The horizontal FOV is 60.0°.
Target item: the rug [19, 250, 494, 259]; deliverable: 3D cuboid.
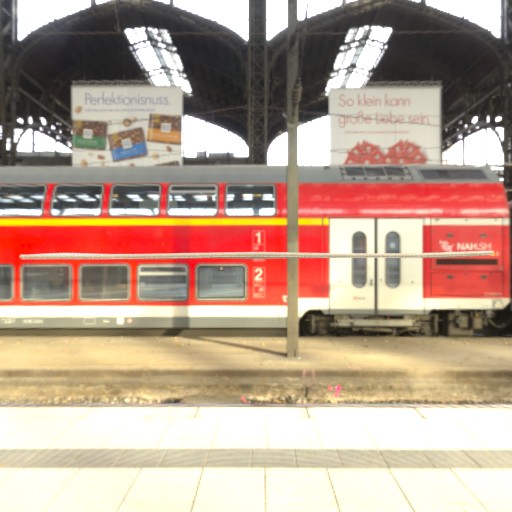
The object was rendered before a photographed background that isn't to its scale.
[{"bbox_3d":[0.000,0.000,2.329,1.829,0.034,1.252,0,0,-1],"label":"rug"}]
